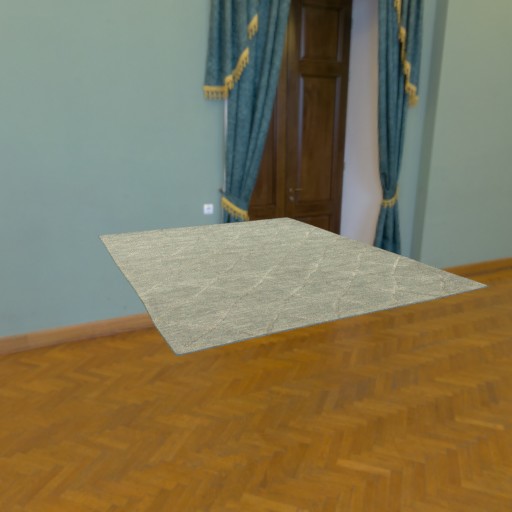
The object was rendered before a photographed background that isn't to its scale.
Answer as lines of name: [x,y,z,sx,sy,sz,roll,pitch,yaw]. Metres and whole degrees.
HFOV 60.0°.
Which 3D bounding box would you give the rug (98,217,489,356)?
rug: [0.000,0.000,4.119,2.438,0.013,3.048,-8,18,-25]
